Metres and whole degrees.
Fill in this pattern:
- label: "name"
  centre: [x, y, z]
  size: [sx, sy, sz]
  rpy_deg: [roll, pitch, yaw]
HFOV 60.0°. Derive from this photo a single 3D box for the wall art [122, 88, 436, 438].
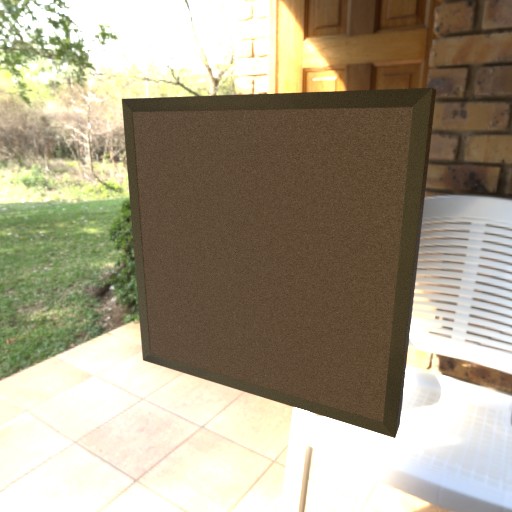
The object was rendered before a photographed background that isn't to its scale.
- label: "wall art"
  centre: [0.000, 0.000, 0.743]
  size: [0.507, 0.508, 0.038]
  rpy_deg: [9, 18, 27]
